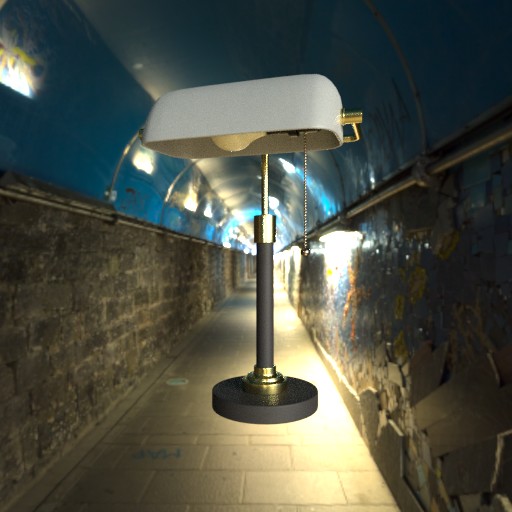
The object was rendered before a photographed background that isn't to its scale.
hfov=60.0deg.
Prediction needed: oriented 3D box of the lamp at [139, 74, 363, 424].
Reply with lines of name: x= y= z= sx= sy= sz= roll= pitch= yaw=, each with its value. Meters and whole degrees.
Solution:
lamp: x=0.000 y=0.000 z=0.562 sx=0.269 sy=0.404 sz=0.227 roll=0 pitch=0 yaw=17
